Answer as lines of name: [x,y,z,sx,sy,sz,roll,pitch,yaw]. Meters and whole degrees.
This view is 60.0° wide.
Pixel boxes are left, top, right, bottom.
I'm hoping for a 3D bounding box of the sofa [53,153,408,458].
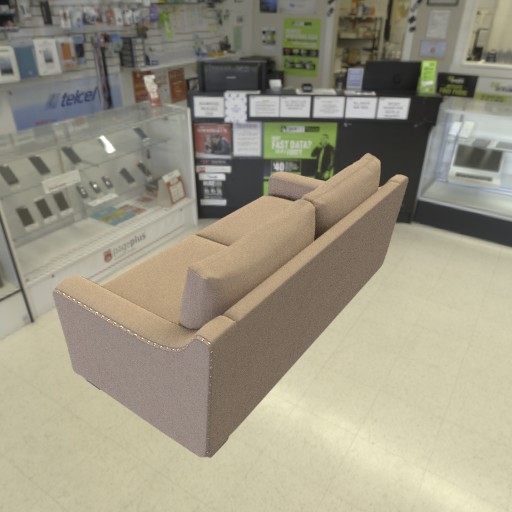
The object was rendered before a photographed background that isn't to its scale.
sofa: [0.000,0.000,2.573,1.030,0.901,1.967,20,36,30]
